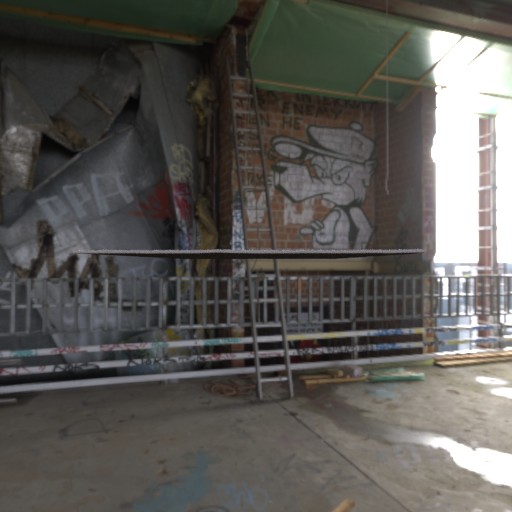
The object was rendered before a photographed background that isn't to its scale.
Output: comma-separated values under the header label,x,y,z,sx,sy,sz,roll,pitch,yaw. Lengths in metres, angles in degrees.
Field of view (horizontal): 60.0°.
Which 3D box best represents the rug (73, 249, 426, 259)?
label,x,y,z,sx,sy,sz,roll,pitch,yaw
rug,0.000,0.000,1.073,0.515,0.007,0.867,0,-1,2
